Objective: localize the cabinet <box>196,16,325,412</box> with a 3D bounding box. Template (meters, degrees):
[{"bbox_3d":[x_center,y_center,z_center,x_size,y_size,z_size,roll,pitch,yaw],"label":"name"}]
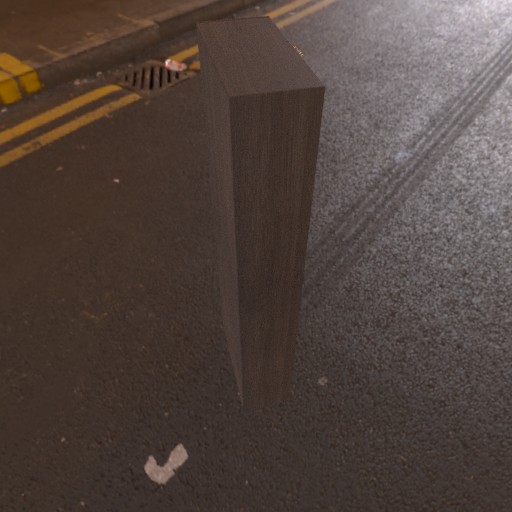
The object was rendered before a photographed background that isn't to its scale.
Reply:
[{"bbox_3d":[0.000,0.000,1.806,0.255,1.630,0.520,-10,47,-10],"label":"cabinet"}]
